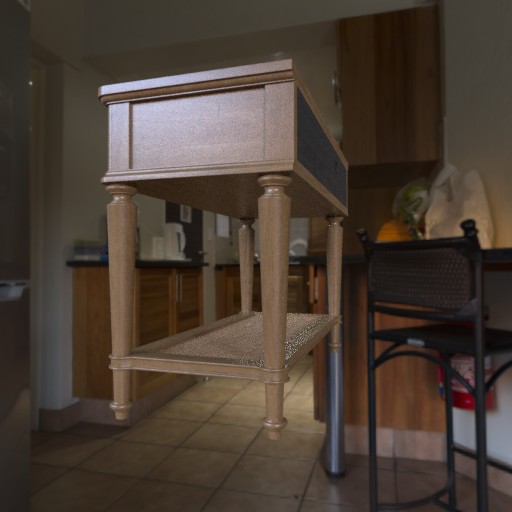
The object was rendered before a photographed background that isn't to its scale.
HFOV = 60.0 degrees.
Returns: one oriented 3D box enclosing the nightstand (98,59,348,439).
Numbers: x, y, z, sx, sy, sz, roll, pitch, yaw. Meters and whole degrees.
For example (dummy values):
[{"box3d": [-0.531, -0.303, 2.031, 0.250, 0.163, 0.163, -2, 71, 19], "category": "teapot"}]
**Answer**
[{"box3d": [0.000, 0.000, 1.294, 0.432, 0.700, 0.914, 0, -1, 18], "category": "nightstand"}]
